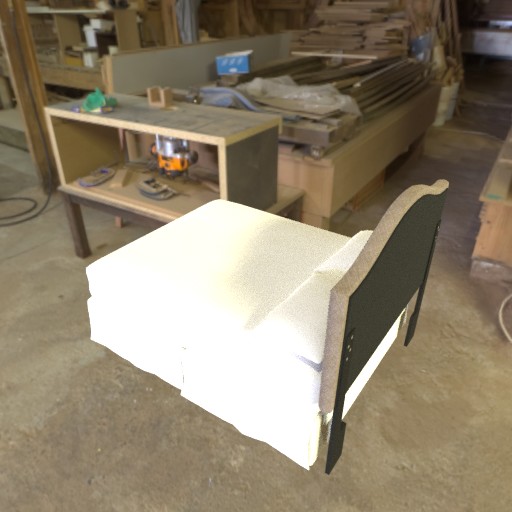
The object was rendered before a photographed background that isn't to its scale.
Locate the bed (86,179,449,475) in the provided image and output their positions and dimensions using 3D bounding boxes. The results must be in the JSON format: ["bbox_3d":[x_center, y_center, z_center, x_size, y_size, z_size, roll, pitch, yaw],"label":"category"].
[{"bbox_3d":[0.000,0.000,3.295,2.153,1.518,1.713,20,36,30],"label":"bed"}]
